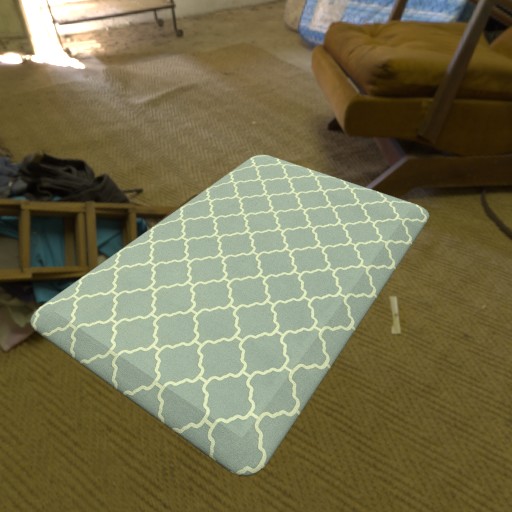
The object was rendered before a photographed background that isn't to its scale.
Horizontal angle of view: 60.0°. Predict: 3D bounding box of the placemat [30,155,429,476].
[{"bbox_3d":[0.000,0.000,0.927,0.508,0.021,0.762,24,47,25],"label":"placemat"}]
